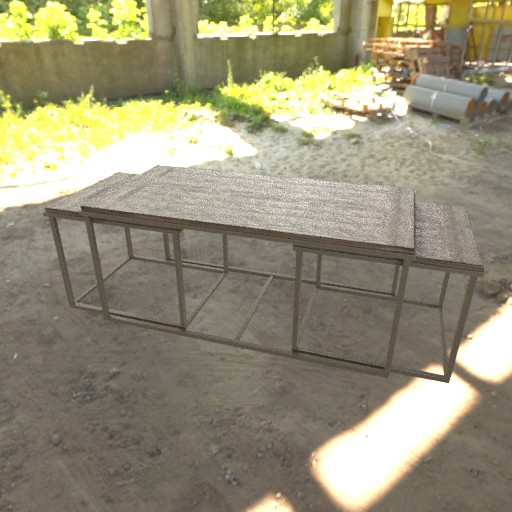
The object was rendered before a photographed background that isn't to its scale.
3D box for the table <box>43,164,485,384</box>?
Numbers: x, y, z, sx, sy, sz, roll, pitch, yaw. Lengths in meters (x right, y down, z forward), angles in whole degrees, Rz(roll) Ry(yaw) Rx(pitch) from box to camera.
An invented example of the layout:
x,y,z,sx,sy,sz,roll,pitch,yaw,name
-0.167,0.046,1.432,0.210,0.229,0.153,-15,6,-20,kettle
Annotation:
x,y,z,sx,sy,sz,roll,pitch,yaw,name
0.000,0.000,1.517,1.312,0.427,0.489,8,29,16,table
